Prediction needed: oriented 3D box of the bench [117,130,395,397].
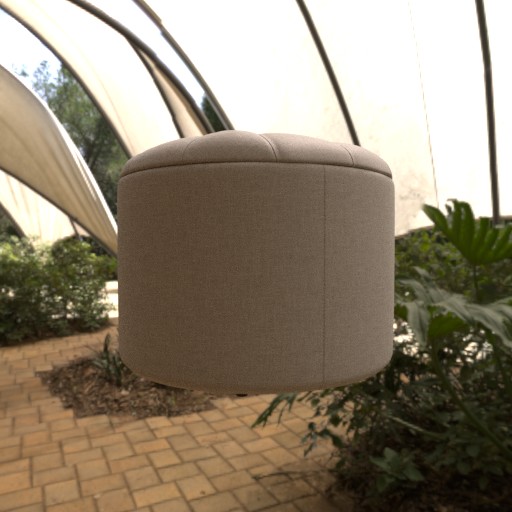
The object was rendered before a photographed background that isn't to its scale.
[{"bbox_3d":[0.000,0.000,1.006,0.600,0.453,0.600,0,1,0],"label":"bench"}]
